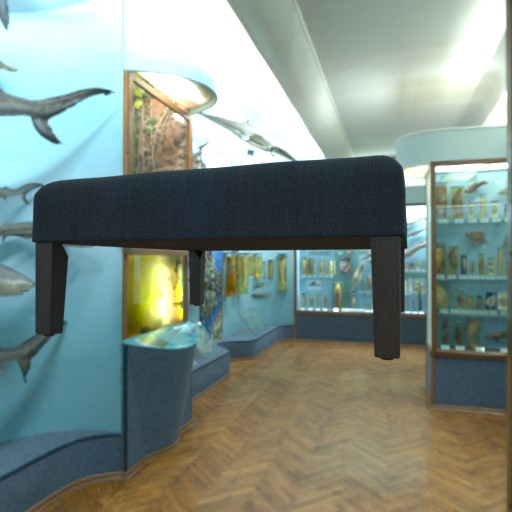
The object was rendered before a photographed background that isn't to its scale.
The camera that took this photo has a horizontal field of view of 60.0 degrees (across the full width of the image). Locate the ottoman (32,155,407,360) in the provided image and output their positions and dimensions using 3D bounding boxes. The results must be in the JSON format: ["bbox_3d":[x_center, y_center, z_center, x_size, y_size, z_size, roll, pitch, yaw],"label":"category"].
[{"bbox_3d":[0.000,0.000,1.378,0.889,0.411,0.890,0,-1,19],"label":"ottoman"}]
